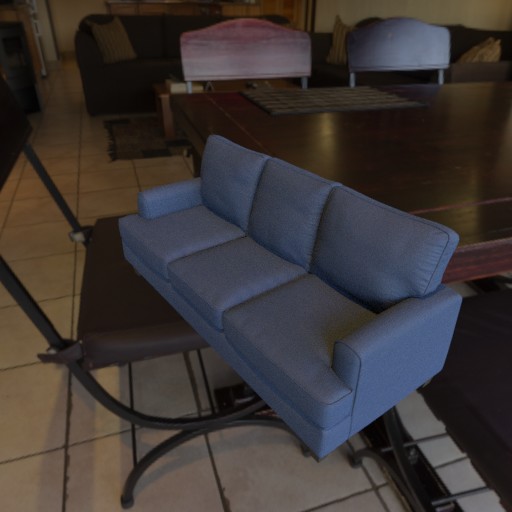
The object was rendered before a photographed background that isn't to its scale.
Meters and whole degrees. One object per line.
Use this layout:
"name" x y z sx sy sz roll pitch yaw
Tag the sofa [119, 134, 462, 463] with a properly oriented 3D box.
"sofa" 0.000 0.000 2.691 0.951 0.965 2.158 -21 36 -31
